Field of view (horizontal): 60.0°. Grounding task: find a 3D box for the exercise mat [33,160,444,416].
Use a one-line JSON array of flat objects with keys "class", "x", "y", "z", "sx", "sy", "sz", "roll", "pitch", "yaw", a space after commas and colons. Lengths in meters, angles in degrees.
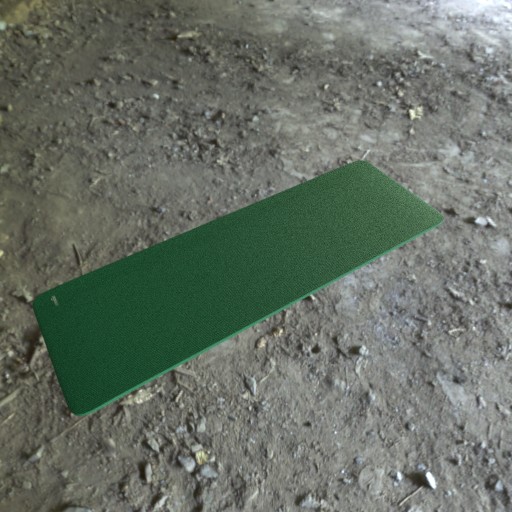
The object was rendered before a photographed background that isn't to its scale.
[{"class": "exercise mat", "x": 0.000, "y": 0.000, "z": 2.021, "sx": 1.869, "sy": 0.021, "sz": 0.616, "roll": -25, "pitch": 52, "yaw": -22}]
